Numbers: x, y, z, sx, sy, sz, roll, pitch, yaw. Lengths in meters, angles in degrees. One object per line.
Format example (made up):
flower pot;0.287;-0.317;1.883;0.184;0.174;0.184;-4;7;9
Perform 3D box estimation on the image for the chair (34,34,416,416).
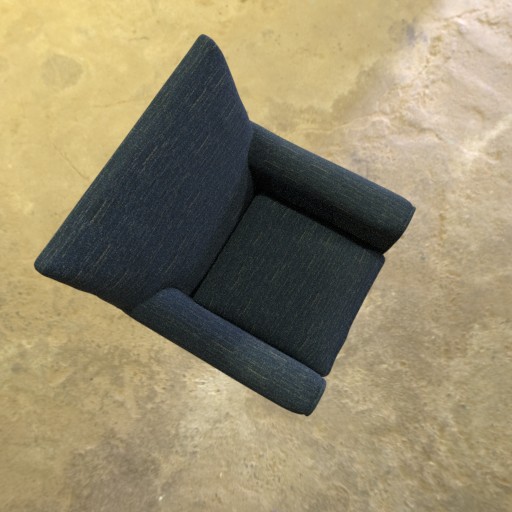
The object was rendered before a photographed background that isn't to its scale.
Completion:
chair;0.000;0.000;1.640;0.873;0.928;0.864;29;76;8
